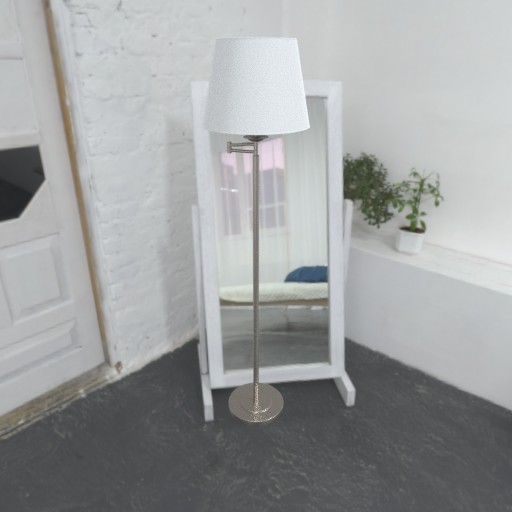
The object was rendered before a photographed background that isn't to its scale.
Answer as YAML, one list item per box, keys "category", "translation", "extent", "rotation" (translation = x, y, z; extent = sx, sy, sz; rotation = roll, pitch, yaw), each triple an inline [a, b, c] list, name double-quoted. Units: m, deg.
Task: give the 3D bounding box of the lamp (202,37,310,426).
- category: "lamp"
  translation: [0.000, 0.000, 1.673]
  extent: [0.355, 1.473, 0.355]
  rotation: [0, 25, 0]
